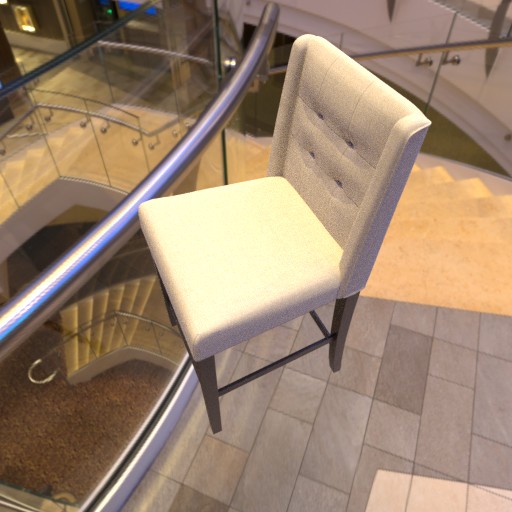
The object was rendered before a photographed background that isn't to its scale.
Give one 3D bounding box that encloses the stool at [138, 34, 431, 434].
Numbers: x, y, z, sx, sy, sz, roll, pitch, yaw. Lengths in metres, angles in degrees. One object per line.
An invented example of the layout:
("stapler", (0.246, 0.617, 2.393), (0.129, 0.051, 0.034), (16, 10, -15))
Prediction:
("stool", (0.000, 0.000, 1.194), (0.509, 0.939, 0.474), (-19, 50, -16))
